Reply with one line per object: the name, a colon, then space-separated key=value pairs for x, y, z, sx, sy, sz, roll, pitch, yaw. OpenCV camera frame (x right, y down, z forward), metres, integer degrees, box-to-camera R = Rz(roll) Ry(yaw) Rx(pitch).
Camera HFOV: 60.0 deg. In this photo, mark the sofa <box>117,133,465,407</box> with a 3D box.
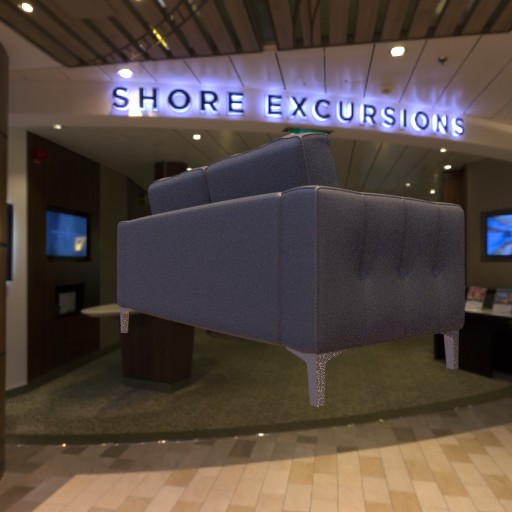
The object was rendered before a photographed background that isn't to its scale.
sofa: x=0.000 y=0.000 z=2.185 sx=0.833 sy=0.893 sz=1.726 roll=0 pitch=-1 yaw=-36
